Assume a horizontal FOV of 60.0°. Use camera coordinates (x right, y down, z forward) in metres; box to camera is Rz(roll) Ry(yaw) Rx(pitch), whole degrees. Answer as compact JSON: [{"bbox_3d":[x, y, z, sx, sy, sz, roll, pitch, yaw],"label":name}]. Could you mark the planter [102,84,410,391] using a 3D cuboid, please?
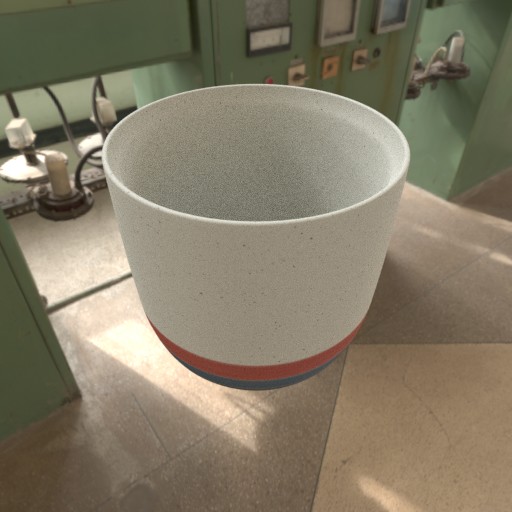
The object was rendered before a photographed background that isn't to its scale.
[{"bbox_3d":[0.000,0.000,0.371,0.204,0.214,0.204,0,40,0],"label":"planter"}]
